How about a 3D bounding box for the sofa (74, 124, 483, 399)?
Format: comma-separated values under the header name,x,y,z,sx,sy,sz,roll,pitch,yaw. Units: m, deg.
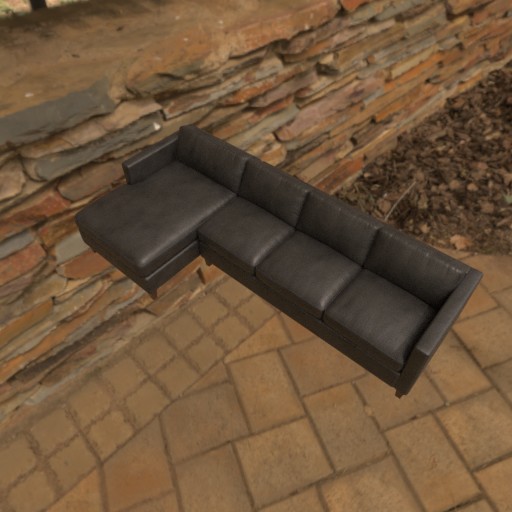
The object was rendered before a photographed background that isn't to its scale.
name,x,y,z,sx,sy,sz,roll,pitch,yaw
sofa,0.000,0.000,3.863,3.203,0.883,1.581,33,56,26
